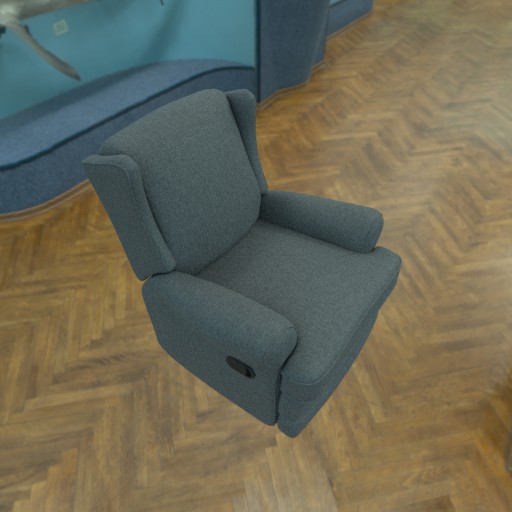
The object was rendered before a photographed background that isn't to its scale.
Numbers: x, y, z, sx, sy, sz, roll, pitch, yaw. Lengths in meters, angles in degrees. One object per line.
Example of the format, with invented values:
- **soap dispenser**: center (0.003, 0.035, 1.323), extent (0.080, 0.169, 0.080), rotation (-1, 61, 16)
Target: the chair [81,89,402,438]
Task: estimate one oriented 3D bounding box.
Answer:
- **chair**: center (0.000, 0.000, 1.739), extent (0.969, 1.011, 0.847), rotation (26, 49, 25)
